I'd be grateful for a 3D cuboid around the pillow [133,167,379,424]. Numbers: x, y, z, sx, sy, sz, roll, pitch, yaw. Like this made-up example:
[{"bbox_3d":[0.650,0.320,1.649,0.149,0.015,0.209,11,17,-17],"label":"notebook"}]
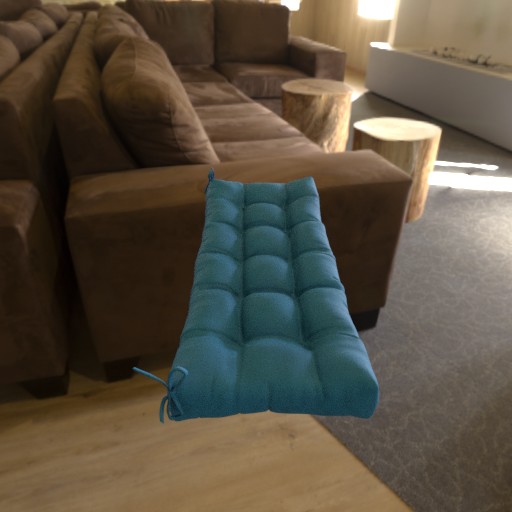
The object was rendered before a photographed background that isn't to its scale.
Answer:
[{"bbox_3d":[0.000,0.000,1.383,0.511,0.174,1.194,0,32,-1],"label":"pillow"}]
